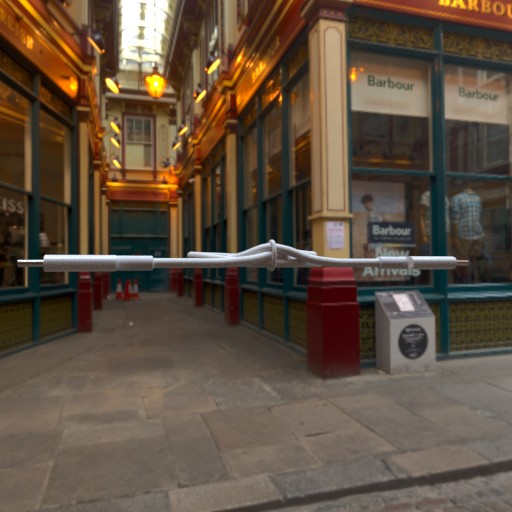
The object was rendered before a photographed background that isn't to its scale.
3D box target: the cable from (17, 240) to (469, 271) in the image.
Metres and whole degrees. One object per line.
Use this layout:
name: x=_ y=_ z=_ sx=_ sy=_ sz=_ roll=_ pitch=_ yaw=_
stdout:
cable: x=0.000 y=0.000 z=0.223 sx=0.203 sy=0.014 sz=0.070 roll=0 pitch=-1 yaw=-18
